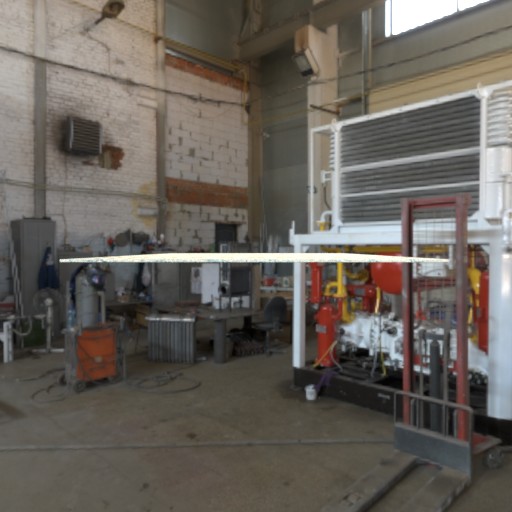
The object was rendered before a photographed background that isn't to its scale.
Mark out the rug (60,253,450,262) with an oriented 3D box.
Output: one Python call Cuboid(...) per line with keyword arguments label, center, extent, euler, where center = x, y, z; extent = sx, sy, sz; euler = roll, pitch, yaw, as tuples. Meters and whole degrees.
Cuboid(label="rug", center=(0.000, 0.000, 2.331), extent=(1.260, 0.009, 1.820), euler=(0, 1, 0))
